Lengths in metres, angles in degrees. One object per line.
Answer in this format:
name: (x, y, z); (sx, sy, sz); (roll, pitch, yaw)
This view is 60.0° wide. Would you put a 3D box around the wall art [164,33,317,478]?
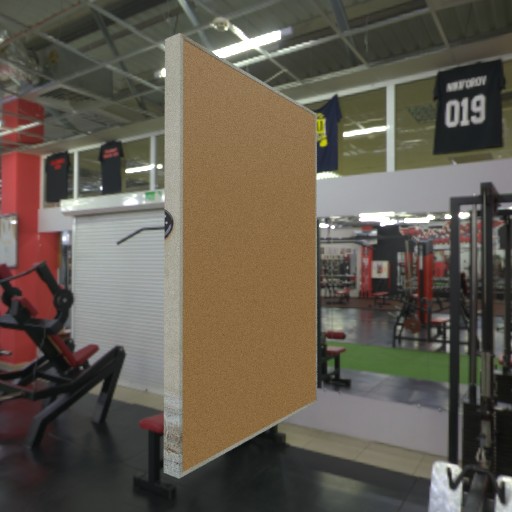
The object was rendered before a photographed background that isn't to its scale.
wall art: (0.000, 0.000, 0.978); (0.038, 0.764, 0.508); (-1, -1, 35)
